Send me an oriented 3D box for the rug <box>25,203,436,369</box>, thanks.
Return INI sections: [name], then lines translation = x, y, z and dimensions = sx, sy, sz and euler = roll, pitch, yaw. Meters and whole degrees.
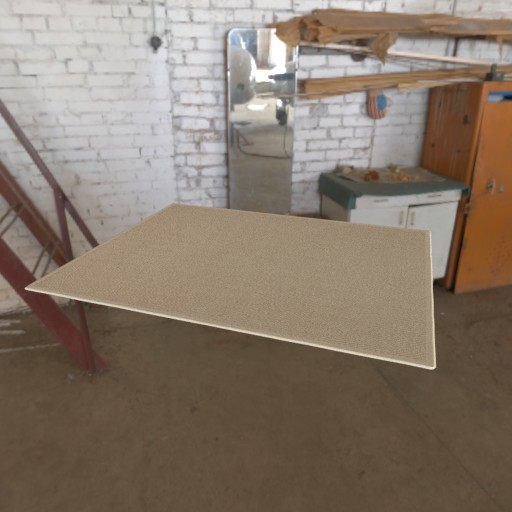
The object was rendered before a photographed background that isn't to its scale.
[rug]
translation = 0.000, 0.000, 4.074
dimensions = 3.051, 0.020, 2.407
euler = 8, 25, 17
